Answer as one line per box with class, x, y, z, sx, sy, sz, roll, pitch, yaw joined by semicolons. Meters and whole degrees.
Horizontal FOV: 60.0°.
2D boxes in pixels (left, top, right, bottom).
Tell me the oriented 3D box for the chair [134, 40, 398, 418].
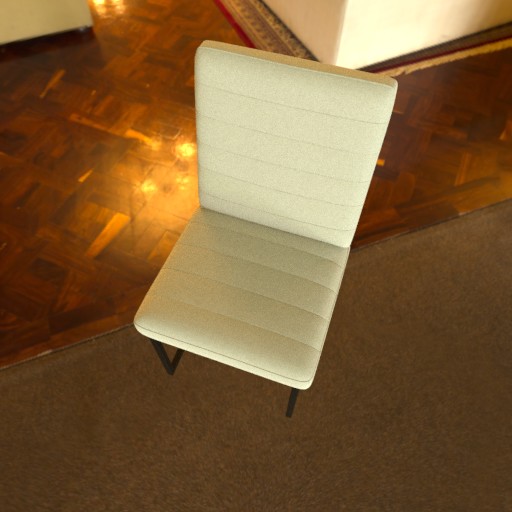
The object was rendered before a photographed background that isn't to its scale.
chair;0.000;0.000;1.317;0.520;0.930;0.634;16;58;10
